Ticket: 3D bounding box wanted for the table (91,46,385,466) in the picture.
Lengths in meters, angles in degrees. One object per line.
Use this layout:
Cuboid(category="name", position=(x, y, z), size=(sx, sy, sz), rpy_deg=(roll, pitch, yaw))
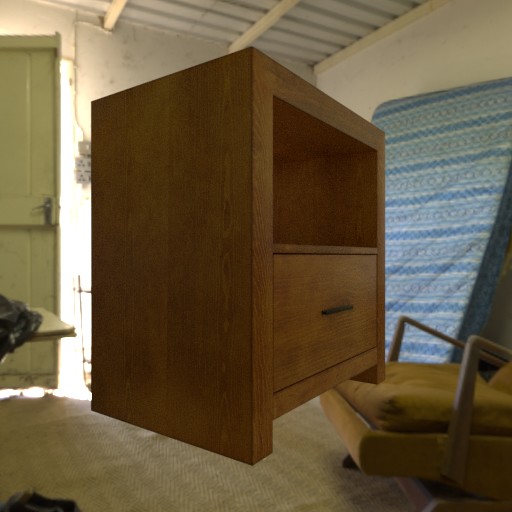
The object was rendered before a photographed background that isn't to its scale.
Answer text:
Cuboid(category="table", position=(0.000, 0.000, 0.973), size=(0.400, 0.605, 0.550), rpy_deg=(0, 0, 36))
